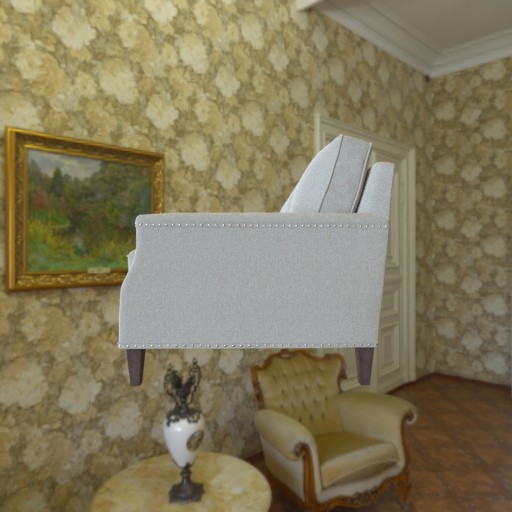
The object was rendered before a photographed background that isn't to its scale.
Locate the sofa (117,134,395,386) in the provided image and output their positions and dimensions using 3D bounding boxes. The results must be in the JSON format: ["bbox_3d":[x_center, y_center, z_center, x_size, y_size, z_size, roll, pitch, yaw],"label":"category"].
[{"bbox_3d":[0.000,0.000,2.779,1.084,1.003,2.246,0,0,-1],"label":"sofa"}]
